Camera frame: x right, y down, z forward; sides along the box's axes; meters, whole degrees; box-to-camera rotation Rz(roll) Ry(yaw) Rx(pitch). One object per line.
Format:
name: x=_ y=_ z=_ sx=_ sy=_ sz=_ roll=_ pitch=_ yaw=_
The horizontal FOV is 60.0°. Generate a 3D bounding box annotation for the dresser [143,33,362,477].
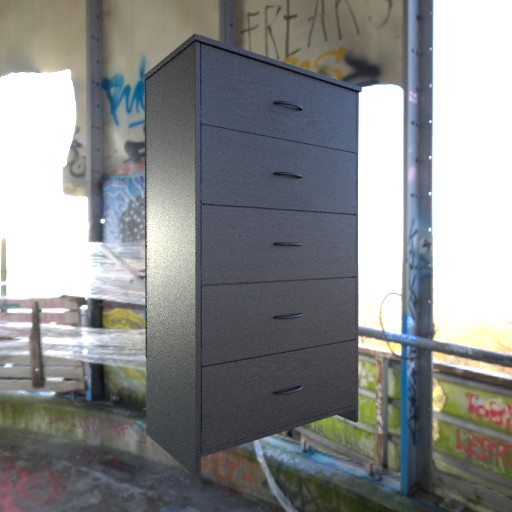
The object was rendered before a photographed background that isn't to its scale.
dresser: x=0.000 y=0.000 z=1.607 sx=0.704 sy=1.254 sz=0.418 roll=-1 pitch=1 yaw=-36
